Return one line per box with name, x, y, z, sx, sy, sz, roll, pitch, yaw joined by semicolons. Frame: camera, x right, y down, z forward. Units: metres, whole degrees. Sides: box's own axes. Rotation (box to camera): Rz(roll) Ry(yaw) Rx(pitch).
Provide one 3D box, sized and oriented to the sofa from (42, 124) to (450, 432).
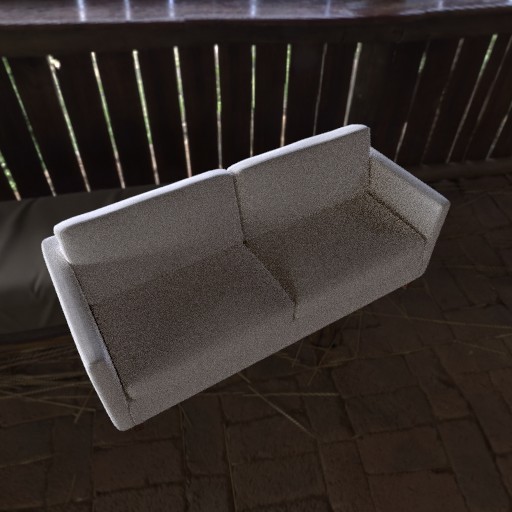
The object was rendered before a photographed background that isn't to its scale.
sofa;0.000;0.000;2.623;2.139;0.933;0.924;-23;49;-21
